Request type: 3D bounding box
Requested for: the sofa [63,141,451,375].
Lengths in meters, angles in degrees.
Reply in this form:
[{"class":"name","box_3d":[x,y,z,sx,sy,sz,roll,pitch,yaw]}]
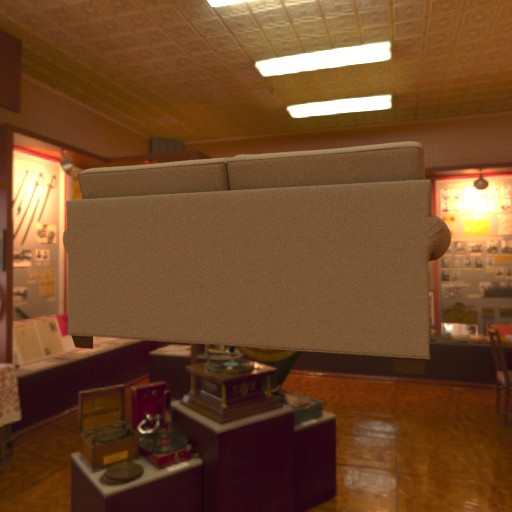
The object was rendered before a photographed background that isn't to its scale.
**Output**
[{"class":"sofa","box_3d":[0.000,0.000,2.419,1.930,0.952,0.940,0,-1,19]}]
